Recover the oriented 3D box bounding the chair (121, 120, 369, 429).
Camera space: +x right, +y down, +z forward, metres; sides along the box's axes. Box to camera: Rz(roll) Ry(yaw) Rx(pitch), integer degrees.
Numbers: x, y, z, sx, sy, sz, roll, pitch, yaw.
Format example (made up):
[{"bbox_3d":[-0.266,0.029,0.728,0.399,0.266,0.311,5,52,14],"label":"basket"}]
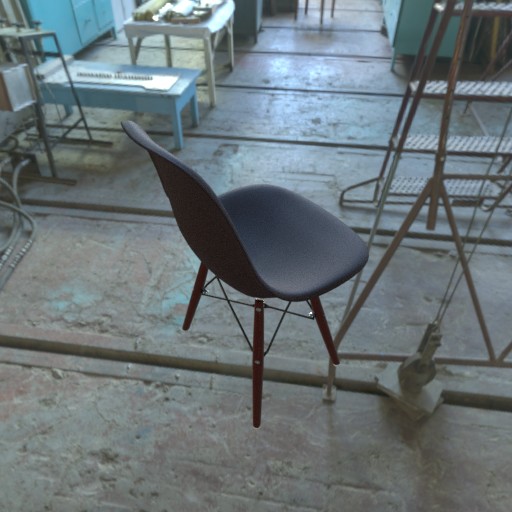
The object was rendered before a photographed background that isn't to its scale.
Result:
[{"bbox_3d":[0.000,0.000,1.160,0.533,0.826,0.470,-27,48,-27],"label":"chair"}]
